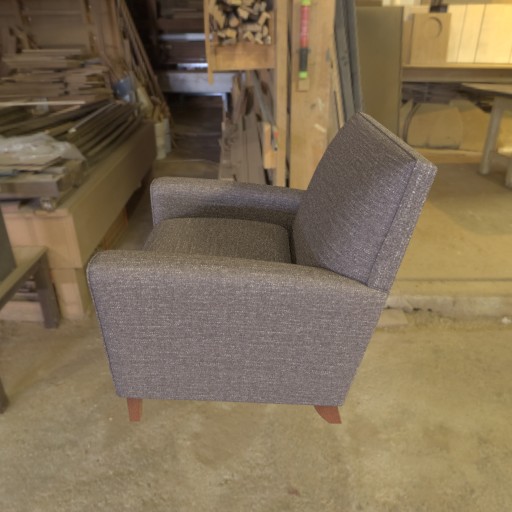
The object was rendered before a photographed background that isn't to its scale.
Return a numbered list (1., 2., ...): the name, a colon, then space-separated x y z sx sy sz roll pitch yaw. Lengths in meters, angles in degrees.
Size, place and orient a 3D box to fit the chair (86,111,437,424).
1. chair: 0.000 0.000 1.580 0.875 0.885 0.838 1 26 1
